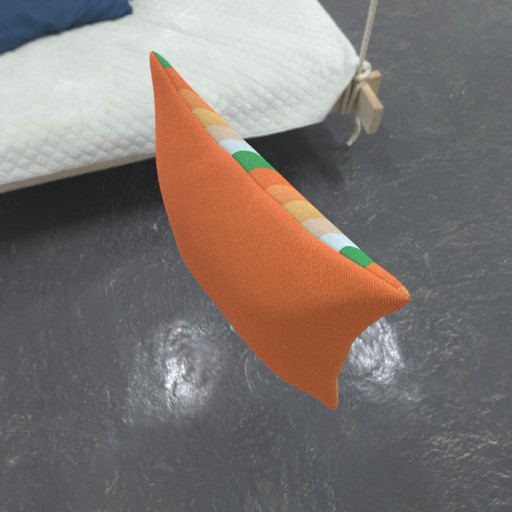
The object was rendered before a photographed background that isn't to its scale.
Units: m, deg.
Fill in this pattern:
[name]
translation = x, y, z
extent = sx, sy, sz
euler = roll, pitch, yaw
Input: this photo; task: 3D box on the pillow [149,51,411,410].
[pillow]
translation = 0.000, 0.000, 0.676
extent = 0.169, 0.444, 0.453
euler = -33, 64, -18
